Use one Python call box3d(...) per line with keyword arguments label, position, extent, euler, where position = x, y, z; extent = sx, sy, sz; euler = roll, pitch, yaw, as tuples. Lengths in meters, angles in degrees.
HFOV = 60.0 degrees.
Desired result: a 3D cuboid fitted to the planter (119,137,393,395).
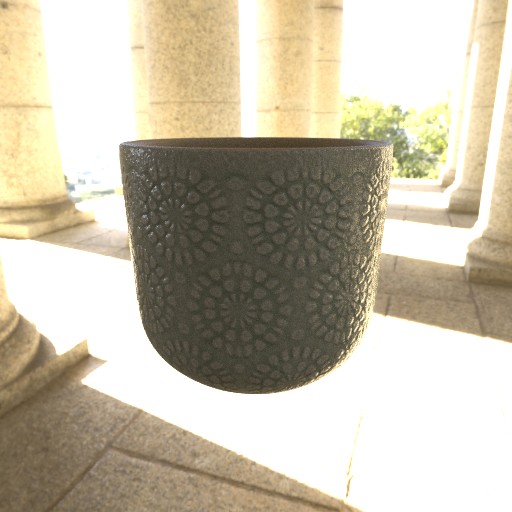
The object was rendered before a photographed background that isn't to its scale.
box3d(label="planter", position=(0.000, 0.000, 0.306), extent=(0.169, 0.153, 0.169), euler=(0, 17, 0))
